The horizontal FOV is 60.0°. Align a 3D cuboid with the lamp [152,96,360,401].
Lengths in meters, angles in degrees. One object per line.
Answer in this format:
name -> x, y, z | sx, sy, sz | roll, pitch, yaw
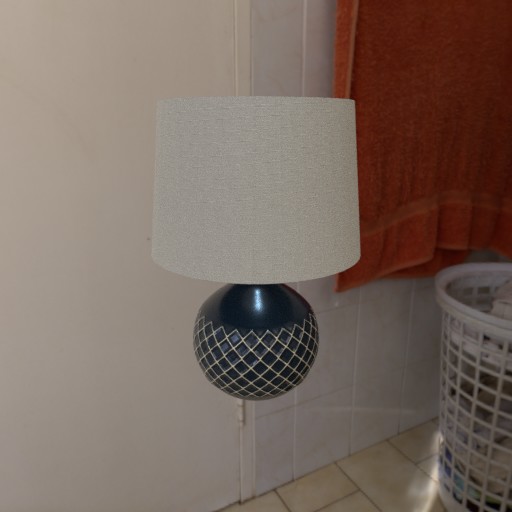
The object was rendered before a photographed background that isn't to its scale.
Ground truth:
lamp -> 0.000, 0.000, 0.821 | 0.376, 0.540, 0.376 | 0, 17, 0
